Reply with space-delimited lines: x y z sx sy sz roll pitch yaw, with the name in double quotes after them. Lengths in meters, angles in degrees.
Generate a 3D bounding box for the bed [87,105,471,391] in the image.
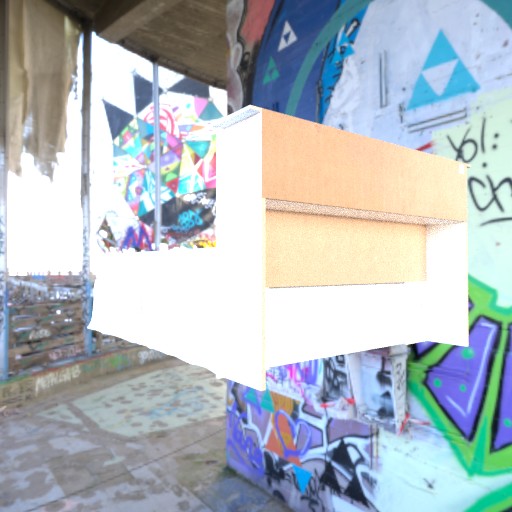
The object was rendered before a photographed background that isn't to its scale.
0.000 0.000 3.030 1.671 1.092 2.133 1 -2 -37 "bed"
